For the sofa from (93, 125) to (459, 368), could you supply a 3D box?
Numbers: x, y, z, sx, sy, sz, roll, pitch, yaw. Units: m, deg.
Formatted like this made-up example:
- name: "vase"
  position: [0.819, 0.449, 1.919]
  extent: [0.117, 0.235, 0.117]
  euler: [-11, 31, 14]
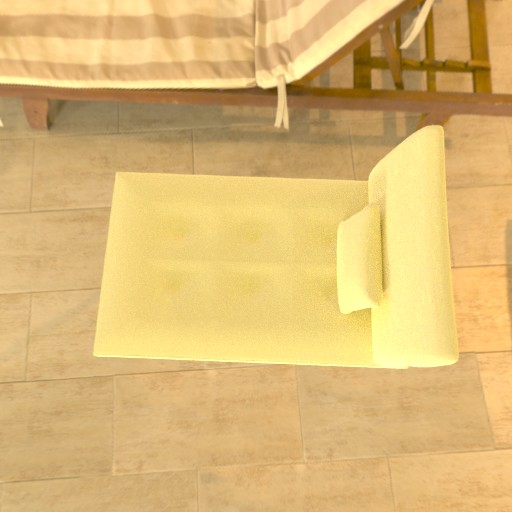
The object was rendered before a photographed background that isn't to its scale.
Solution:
- name: "sofa"
  position: [0.000, 0.000, 1.997]
  extent: [1.450, 0.820, 0.930]
  euler: [2, 76, 1]
